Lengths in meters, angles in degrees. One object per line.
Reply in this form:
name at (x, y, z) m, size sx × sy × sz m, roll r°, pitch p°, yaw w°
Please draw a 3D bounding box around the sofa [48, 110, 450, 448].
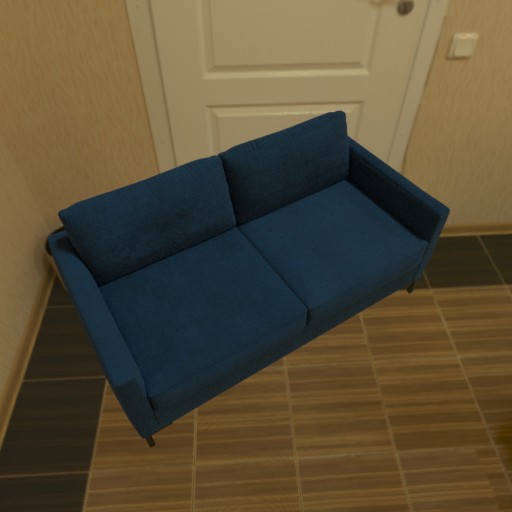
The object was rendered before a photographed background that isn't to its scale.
sofa at (0.000, 0.000, 2.161) m, size 1.676 × 0.817 × 0.875 m, roll -25°, pitch 53°, yaw -21°
